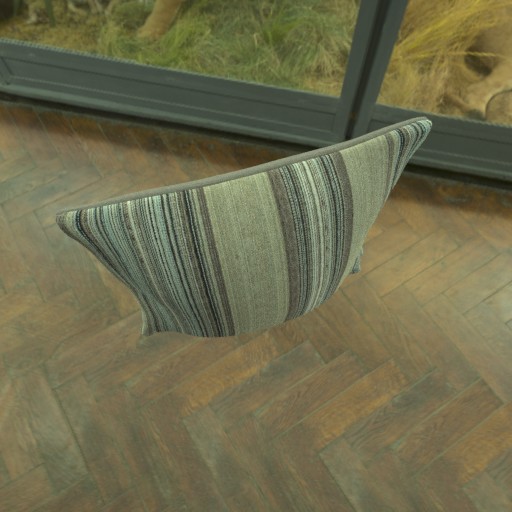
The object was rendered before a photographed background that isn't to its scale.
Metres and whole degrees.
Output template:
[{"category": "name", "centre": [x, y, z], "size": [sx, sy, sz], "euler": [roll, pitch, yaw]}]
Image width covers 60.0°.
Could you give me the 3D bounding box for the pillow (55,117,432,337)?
[{"category": "pillow", "centre": [0.000, 0.000, 0.661], "size": [0.435, 0.416, 0.189], "euler": [-16, 64, -8]}]
